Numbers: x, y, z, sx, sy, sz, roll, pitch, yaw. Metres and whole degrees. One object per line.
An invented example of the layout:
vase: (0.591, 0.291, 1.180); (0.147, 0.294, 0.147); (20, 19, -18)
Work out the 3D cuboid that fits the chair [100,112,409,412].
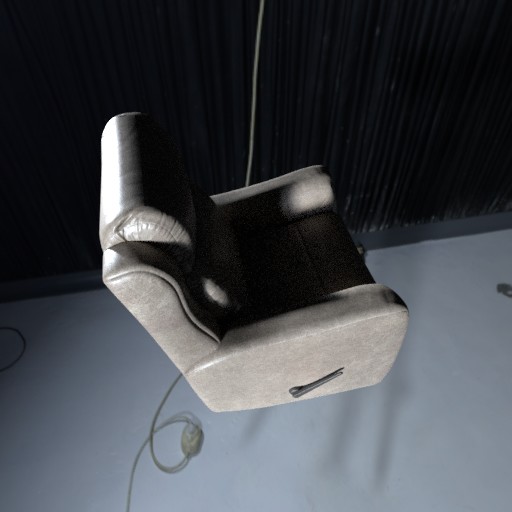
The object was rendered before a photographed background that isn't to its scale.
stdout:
chair: (0.000, 0.000, 1.891); (1.068, 1.116, 0.967); (-9, 47, -9)
